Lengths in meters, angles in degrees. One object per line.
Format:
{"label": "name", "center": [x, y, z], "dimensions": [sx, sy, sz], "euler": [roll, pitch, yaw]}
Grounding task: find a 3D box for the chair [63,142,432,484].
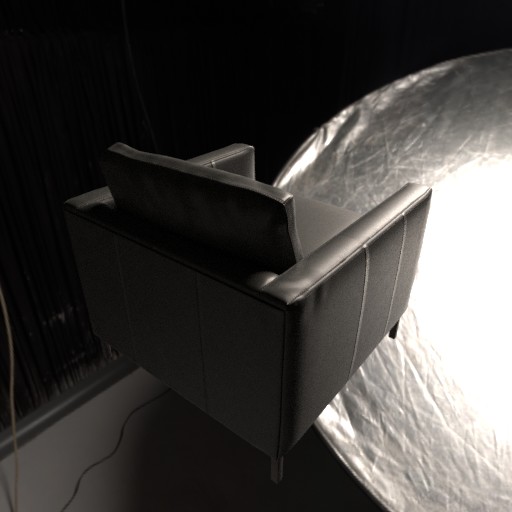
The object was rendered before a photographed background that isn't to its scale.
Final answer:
{"label": "chair", "center": [0.000, 0.000, 1.489], "dimensions": [0.967, 0.824, 0.861], "euler": [22, 36, 33]}
